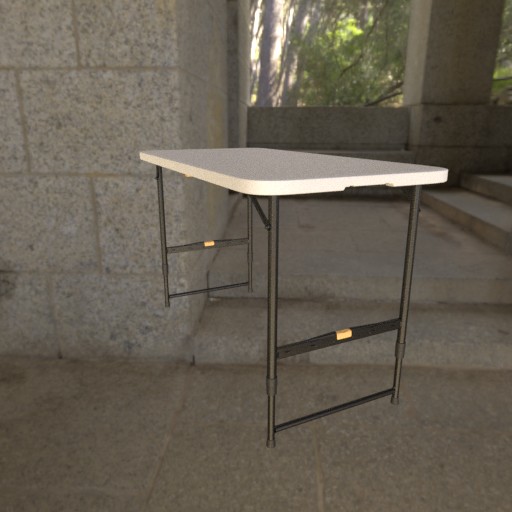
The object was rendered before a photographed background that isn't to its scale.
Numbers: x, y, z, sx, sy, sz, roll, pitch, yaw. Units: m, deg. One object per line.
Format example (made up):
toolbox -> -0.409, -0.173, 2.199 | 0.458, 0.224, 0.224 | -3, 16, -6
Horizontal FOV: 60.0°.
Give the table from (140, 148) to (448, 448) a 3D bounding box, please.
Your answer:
table -> 0.000, 0.000, 1.689 | 0.611, 0.737, 1.245 | -8, 18, -25
